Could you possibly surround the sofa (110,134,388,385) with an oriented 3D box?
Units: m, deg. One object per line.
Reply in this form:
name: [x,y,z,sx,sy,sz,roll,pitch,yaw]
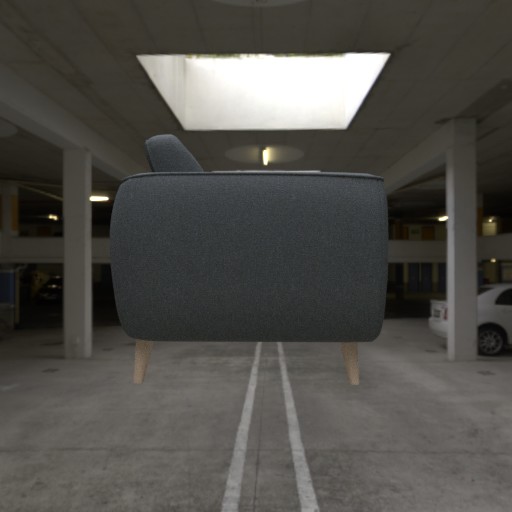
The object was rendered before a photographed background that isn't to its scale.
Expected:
sofa: [0.000,0.000,2.160,0.920,0.850,1.700,0,0,1]
